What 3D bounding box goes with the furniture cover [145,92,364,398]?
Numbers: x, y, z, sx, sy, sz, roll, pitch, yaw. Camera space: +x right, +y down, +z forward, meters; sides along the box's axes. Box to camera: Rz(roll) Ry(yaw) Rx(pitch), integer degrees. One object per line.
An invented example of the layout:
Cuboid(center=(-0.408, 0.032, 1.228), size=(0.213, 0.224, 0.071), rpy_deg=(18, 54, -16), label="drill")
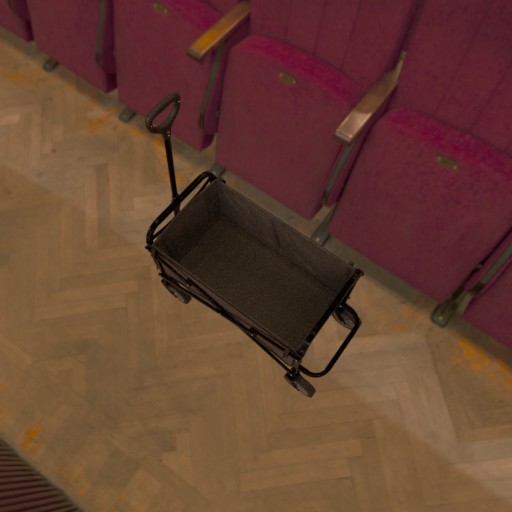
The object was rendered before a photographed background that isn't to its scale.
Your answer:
Cuboid(center=(0.000, 0.000, 1.874), size=(1.038, 1.295, 0.532), rpy_deg=(34, 69, 15), label="furniture cover")
